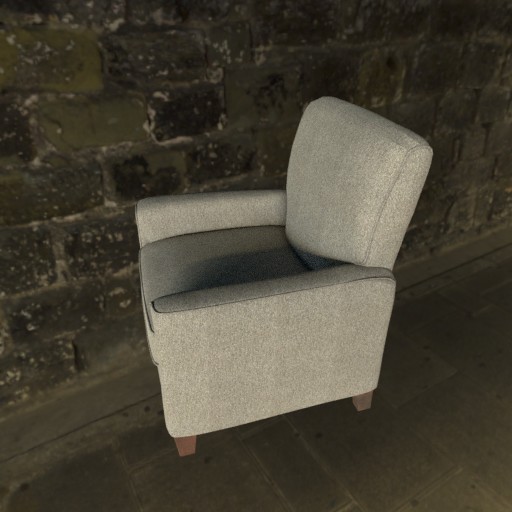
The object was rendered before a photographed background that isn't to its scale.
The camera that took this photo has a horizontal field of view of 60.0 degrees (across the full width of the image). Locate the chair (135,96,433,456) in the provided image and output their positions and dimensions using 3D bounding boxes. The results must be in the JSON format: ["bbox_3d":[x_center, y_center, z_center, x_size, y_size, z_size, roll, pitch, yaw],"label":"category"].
[{"bbox_3d":[0.000,0.000,1.645,0.858,1.028,0.841,-9,31,-14],"label":"chair"}]
